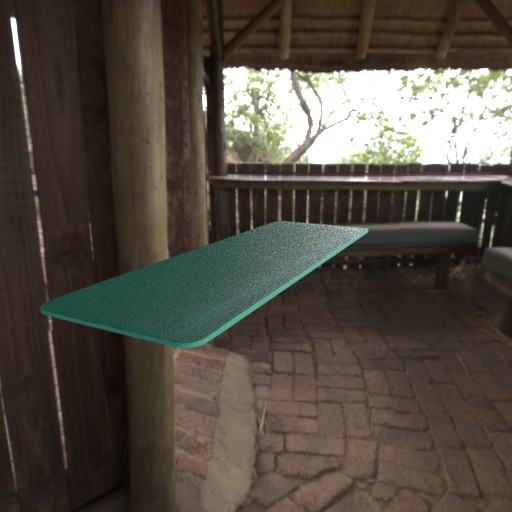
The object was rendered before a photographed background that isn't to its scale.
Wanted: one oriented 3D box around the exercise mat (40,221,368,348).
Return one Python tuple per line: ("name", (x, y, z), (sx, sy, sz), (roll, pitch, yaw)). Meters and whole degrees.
("exercise mat", (0.000, 0.000, 2.064), (0.616, 0.021, 1.869), (7, 16, 27))
